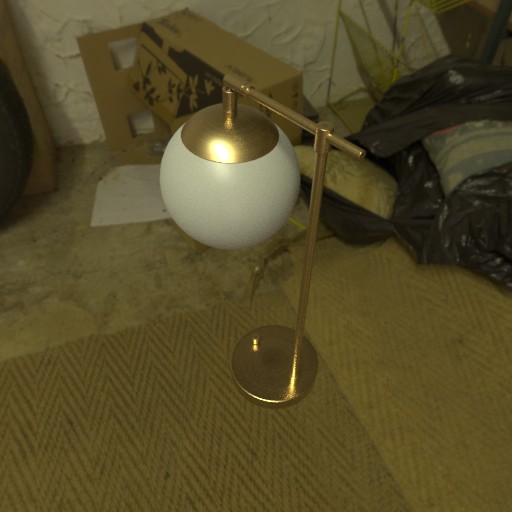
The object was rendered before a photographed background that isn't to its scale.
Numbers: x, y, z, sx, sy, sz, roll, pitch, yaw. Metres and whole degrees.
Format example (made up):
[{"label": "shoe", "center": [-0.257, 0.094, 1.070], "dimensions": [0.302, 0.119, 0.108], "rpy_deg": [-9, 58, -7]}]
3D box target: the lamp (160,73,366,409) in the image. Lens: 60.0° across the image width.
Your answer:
[{"label": "lamp", "center": [0.000, 0.000, 0.711], "dimensions": [0.207, 0.559, 0.324], "rpy_deg": [-31, 54, -26]}]
